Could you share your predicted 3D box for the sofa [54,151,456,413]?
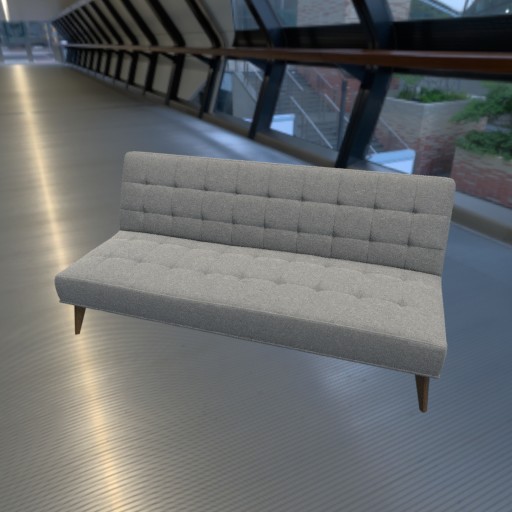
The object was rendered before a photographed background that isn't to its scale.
[{"bbox_3d":[0.000,0.000,2.240,1.800,0.810,0.860,8,28,16],"label":"sofa"}]
